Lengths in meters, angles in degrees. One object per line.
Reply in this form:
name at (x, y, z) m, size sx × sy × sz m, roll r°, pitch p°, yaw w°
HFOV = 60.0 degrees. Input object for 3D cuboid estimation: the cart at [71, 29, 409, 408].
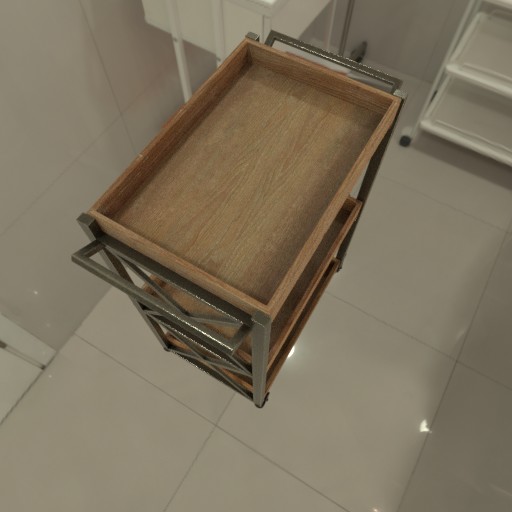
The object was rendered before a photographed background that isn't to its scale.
cart at (0.000, 0.000, 1.180) m, size 0.377 × 0.835 × 0.673 m, roll 28°, pitch 66°, yaw 13°
